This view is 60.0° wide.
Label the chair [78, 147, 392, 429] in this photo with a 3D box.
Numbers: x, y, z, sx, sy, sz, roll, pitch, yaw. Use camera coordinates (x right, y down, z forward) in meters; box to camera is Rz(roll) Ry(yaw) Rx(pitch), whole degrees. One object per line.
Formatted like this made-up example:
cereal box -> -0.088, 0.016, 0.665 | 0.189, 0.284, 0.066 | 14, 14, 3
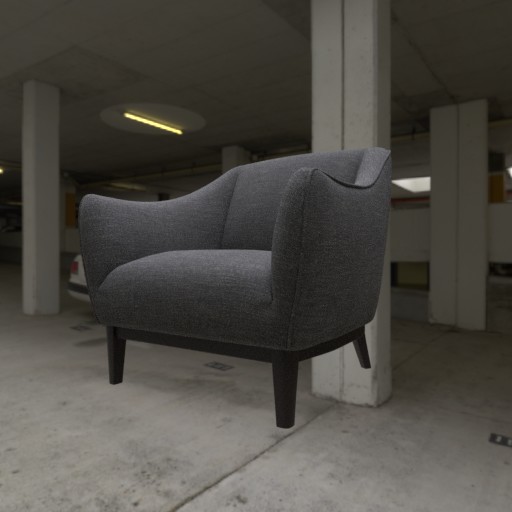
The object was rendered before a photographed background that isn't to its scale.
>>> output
chair -> 0.000, 0.000, 1.550 | 0.870, 0.829, 0.851 | 0, 0, 34
